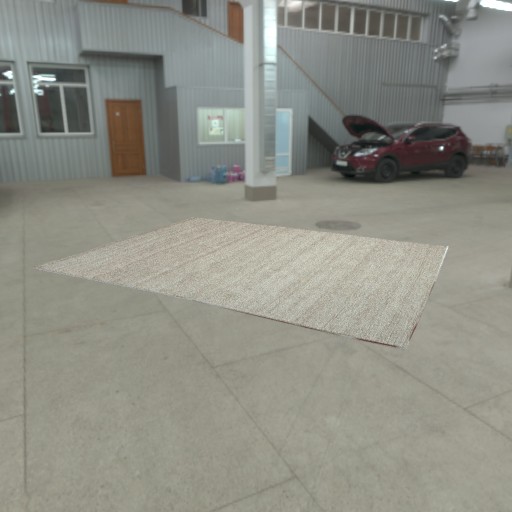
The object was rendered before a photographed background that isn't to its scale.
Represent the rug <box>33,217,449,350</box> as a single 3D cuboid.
[{"bbox_3d":[0.000,0.000,4.230,3.202,0.045,2.434,9,19,27],"label":"rug"}]
